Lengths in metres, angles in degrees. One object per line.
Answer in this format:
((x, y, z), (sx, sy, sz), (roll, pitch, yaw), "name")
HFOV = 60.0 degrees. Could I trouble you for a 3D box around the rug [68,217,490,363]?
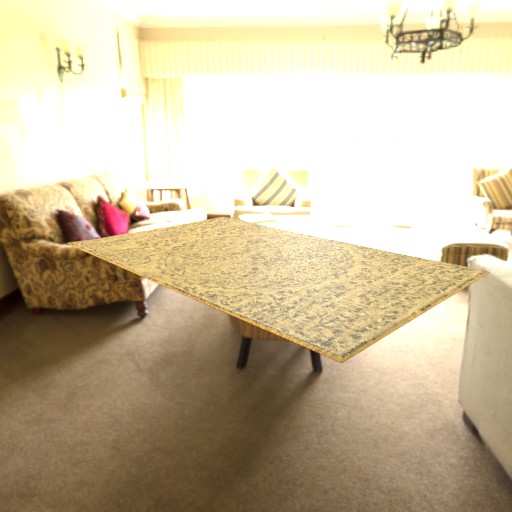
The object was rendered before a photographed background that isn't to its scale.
((0.000, 0.000, 2.976), (1.527, 0.021, 2.447), (-15, 22, -42), "rug")
